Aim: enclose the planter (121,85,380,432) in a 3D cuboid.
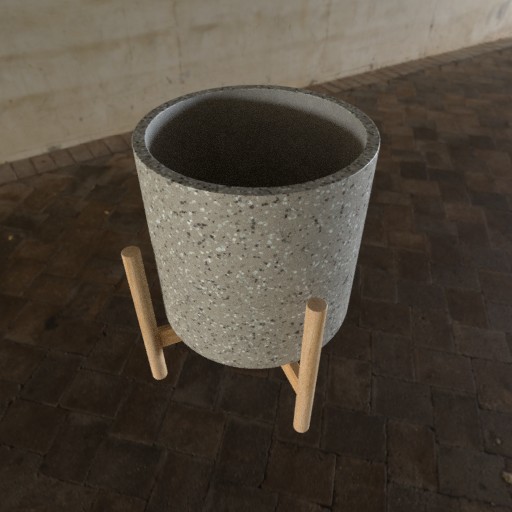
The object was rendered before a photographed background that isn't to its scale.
[{"bbox_3d":[0.000,0.000,0.689,0.360,0.419,0.360,0,41,0],"label":"planter"}]
